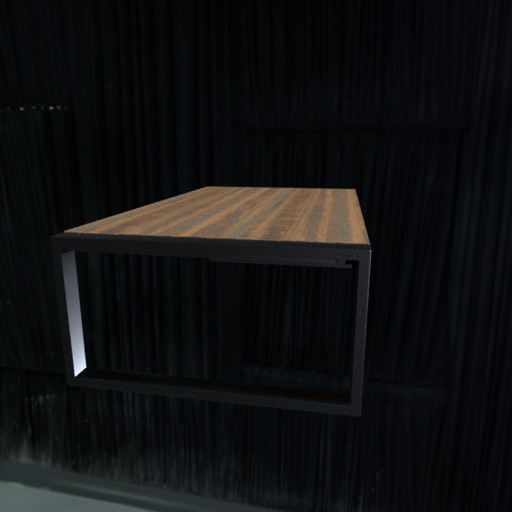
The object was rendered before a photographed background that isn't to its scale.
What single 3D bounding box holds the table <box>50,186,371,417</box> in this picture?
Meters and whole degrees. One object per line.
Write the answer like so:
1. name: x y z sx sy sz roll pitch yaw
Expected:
1. table: 0.000 0.000 1.690 0.750 0.400 1.350 3 14 10
